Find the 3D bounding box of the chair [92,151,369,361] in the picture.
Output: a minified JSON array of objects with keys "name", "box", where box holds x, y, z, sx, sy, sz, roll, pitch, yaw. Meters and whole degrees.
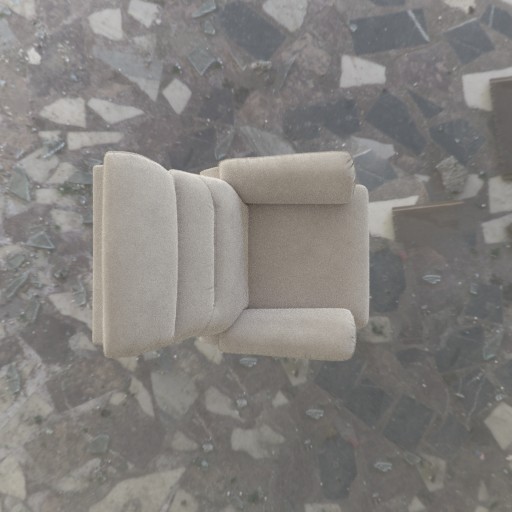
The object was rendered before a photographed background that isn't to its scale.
[{"name":"chair","box":[0.000,0.000,1.808,1.001,1.039,0.820,0,89,1]}]
